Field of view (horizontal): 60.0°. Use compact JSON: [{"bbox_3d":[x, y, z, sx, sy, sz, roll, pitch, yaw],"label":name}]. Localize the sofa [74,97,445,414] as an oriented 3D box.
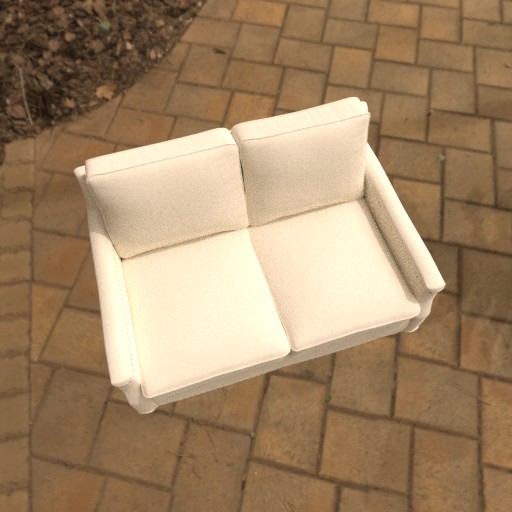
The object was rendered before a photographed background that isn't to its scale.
[{"bbox_3d":[0.000,0.000,2.293,1.597,1.003,1.084,-15,65,-7],"label":"sofa"}]
